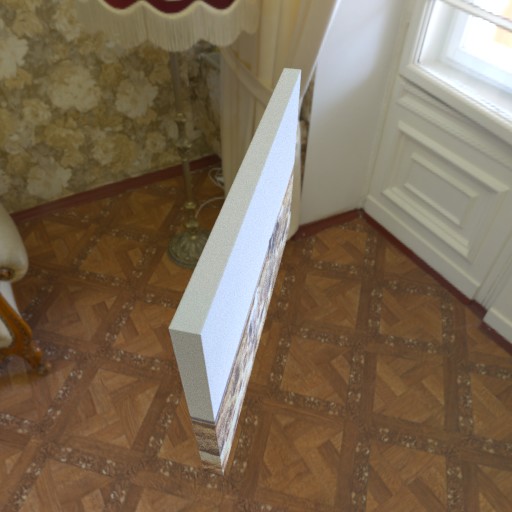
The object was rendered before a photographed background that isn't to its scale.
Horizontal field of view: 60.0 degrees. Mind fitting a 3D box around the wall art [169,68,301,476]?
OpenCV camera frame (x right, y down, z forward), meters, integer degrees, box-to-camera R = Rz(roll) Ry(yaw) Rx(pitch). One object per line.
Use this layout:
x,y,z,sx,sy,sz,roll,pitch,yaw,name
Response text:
0.000,0.000,1.172,0.050,0.610,0.914,10,47,9,wall art
